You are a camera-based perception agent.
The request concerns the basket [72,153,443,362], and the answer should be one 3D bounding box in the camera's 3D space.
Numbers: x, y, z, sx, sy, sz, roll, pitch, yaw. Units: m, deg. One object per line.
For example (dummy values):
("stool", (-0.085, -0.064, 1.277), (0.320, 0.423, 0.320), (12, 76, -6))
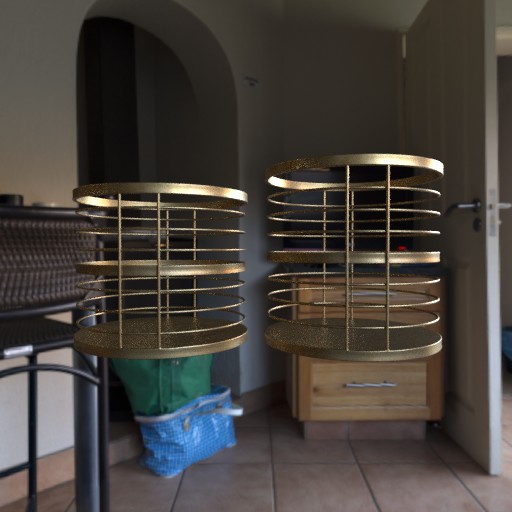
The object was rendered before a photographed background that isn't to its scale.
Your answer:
("basket", (0.000, 0.000, 0.929), (0.746, 0.351, 0.356), (0, 1, 2))
